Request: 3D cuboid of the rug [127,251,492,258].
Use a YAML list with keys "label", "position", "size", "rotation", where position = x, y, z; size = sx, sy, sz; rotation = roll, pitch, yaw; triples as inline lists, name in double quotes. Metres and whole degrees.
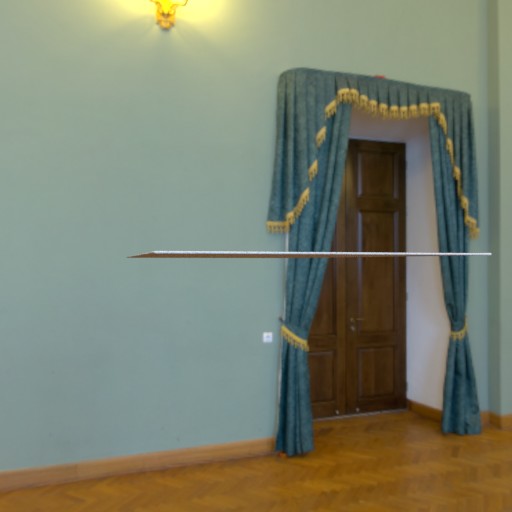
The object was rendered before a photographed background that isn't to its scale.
- label: "rug"
  position: [0.000, 0.000, 2.316]
  size: [1.236, 0.009, 1.839]
  rotation: [0, -1, -19]
